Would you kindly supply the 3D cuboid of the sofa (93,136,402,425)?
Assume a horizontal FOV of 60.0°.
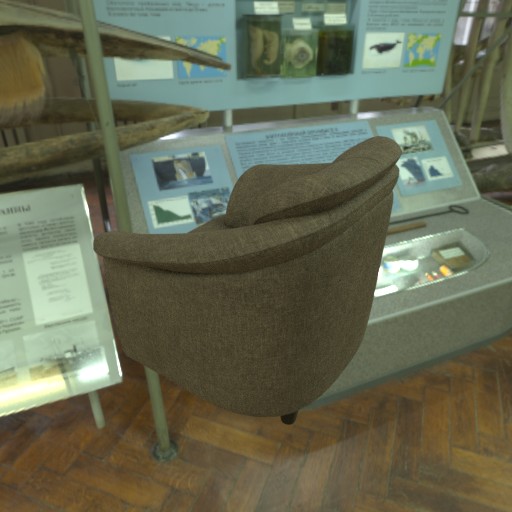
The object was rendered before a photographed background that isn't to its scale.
[{"bbox_3d":[0.000,0.000,1.501,0.794,0.811,0.870,19,35,30],"label":"sofa"}]
